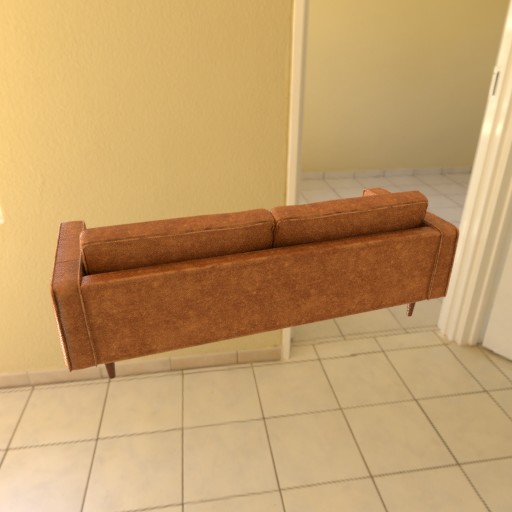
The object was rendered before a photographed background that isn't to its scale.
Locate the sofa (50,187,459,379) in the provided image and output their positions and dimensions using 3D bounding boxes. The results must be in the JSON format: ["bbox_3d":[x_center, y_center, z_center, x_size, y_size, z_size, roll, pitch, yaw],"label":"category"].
[{"bbox_3d":[0.000,0.000,2.661,2.199,0.779,0.886,-8,28,-16],"label":"sofa"}]
